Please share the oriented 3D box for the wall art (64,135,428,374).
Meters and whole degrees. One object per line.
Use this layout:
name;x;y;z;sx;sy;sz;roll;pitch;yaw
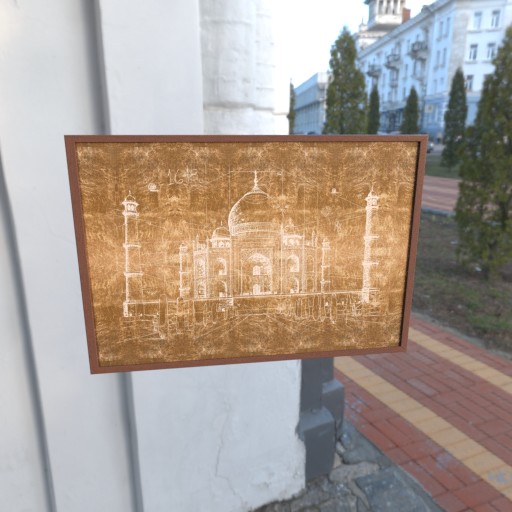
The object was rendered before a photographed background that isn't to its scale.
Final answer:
wall art;0.000;0.000;0.863;0.660;0.455;0.014;-2;16;-8
